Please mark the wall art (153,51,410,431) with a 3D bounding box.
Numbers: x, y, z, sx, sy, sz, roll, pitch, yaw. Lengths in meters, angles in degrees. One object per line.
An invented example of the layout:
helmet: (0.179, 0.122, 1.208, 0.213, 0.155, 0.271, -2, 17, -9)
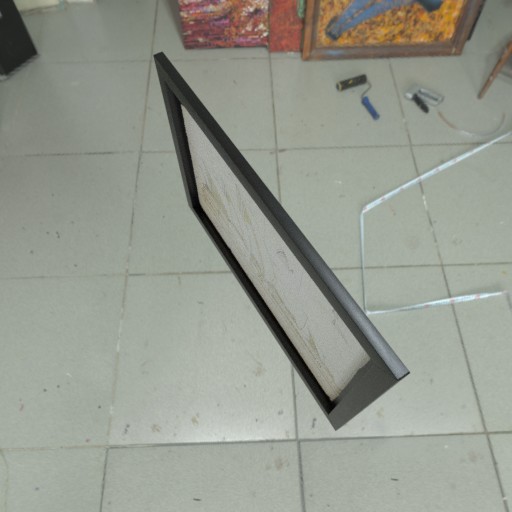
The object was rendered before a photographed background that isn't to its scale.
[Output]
wall art: (0.000, 0.000, 0.565, 0.013, 0.306, 0.440, -28, 65, -14)
